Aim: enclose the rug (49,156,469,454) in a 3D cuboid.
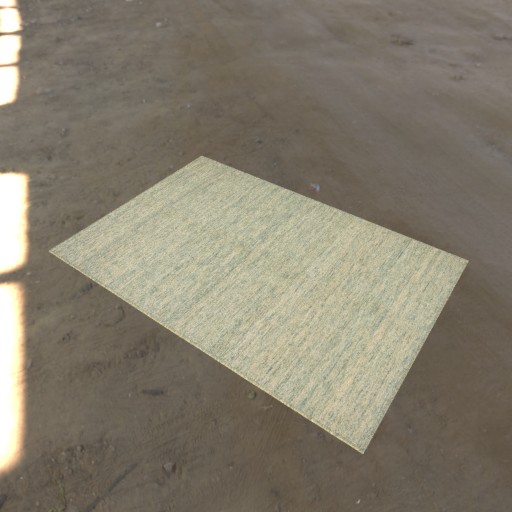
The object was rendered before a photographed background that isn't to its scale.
[{"bbox_3d":[0.000,0.000,2.355,1.850,0.015,1.250,26,48,26],"label":"rug"}]
